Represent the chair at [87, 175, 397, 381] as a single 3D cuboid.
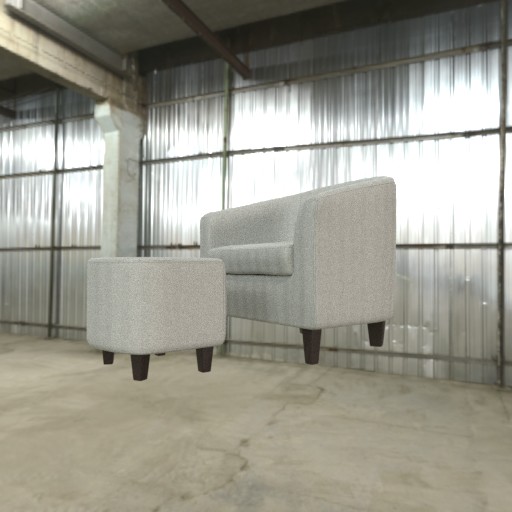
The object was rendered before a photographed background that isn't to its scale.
[{"bbox_3d":[0.000,0.000,1.765,1.288,0.757,0.756,1,-2,-38],"label":"chair"}]
